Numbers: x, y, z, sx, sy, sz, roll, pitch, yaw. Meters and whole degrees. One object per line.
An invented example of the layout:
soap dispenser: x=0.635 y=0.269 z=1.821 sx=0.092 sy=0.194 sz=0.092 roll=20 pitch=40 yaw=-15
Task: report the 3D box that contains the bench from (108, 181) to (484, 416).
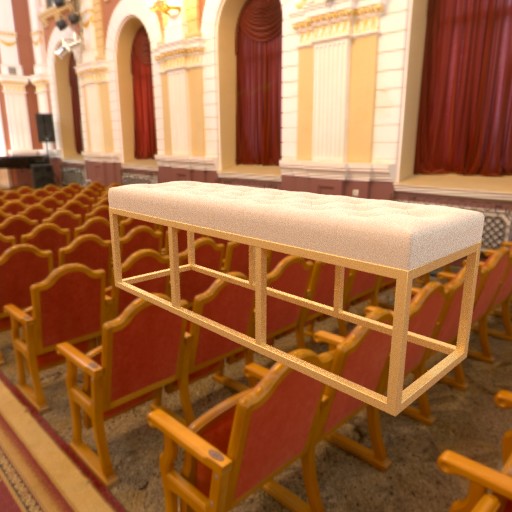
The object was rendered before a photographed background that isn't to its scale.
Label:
bench: x=0.000 y=0.000 z=1.714 sx=0.457 sy=0.484 sz=1.473 roll=-14 pitch=20 yaw=-43
